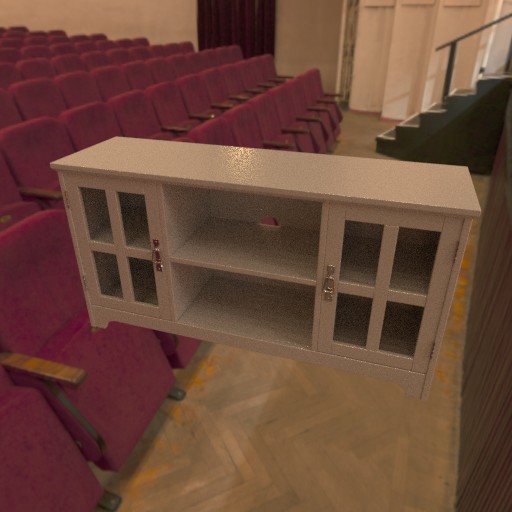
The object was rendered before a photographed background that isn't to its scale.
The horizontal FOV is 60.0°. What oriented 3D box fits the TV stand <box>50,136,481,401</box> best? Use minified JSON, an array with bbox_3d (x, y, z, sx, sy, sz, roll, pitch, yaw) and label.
[{"bbox_3d":[0.000,0.000,1.433,1.167,0.603,0.344,9,30,16],"label":"TV stand"}]
